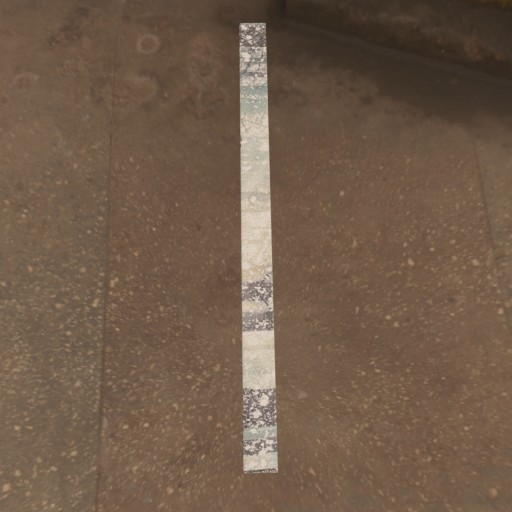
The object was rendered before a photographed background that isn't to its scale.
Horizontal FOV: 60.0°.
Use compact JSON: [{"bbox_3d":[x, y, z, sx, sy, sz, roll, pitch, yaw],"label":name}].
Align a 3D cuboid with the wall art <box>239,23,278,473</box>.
[{"bbox_3d":[0.000,0.000,0.776,0.042,0.398,0.618,-1,75,0],"label":"wall art"}]
